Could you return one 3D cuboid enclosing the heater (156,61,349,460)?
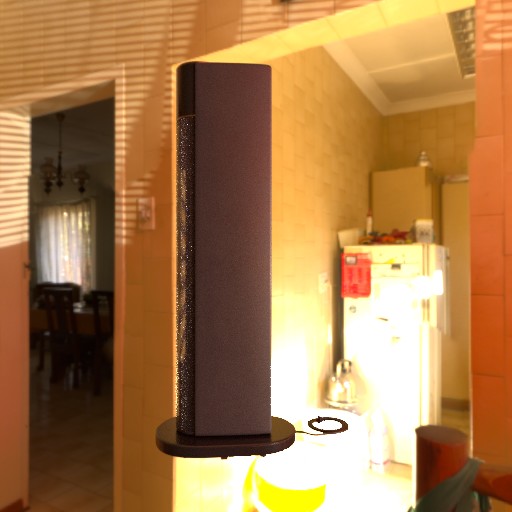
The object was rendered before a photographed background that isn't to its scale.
[{"bbox_3d":[0.000,0.000,1.032,0.458,0.856,0.214,0,0,-1],"label":"heater"}]
